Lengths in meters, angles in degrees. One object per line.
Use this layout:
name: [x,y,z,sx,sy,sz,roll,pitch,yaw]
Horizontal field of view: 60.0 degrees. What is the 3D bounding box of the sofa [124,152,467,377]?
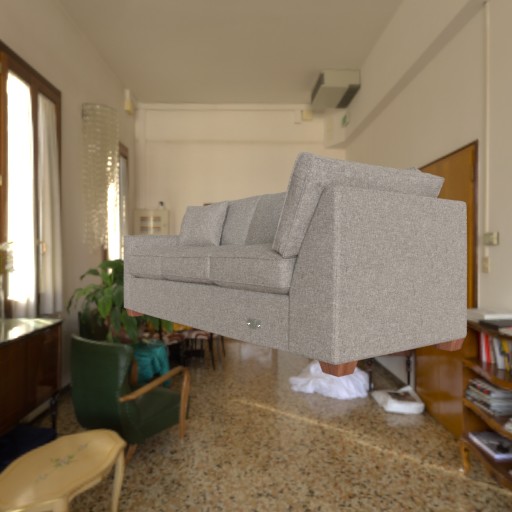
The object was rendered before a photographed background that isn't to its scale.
sofa: [0.000,0.000,2.921,1.061,0.962,2.317,0,0,-37]
